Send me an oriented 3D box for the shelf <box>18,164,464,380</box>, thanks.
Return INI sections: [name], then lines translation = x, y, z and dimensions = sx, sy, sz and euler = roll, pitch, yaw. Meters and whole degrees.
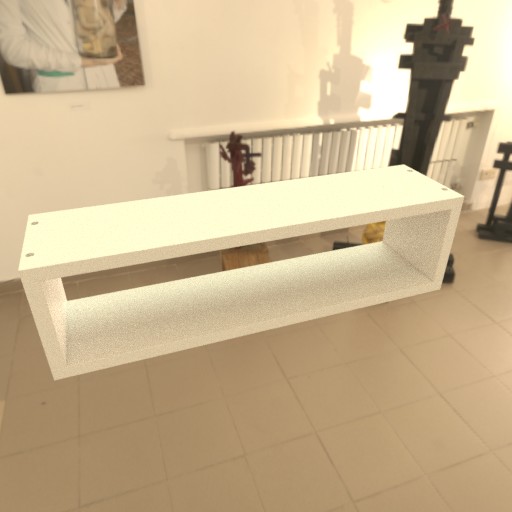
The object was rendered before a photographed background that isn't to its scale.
[shelf]
translation = 0.000, 0.000, 0.680
dimensions = 0.610, 0.170, 0.150
euler = -10, 33, -17
